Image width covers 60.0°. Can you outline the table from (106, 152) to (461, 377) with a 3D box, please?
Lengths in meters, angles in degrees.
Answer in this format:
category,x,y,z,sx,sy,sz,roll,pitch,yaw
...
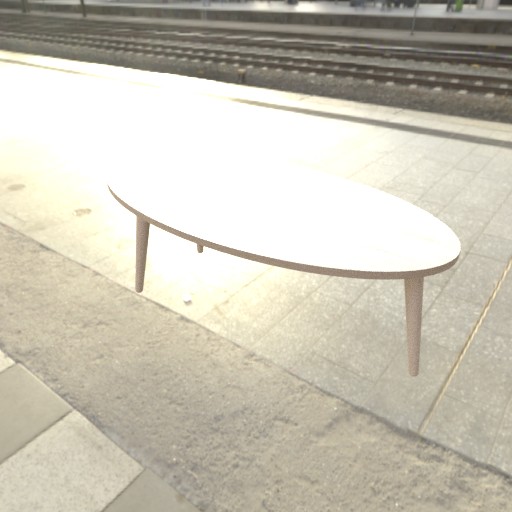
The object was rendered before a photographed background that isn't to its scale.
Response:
category,x,y,z,sx,sy,sz,roll,pitch,yaw
table,0.000,0.000,1.335,1.083,0.390,0.542,20,37,29
